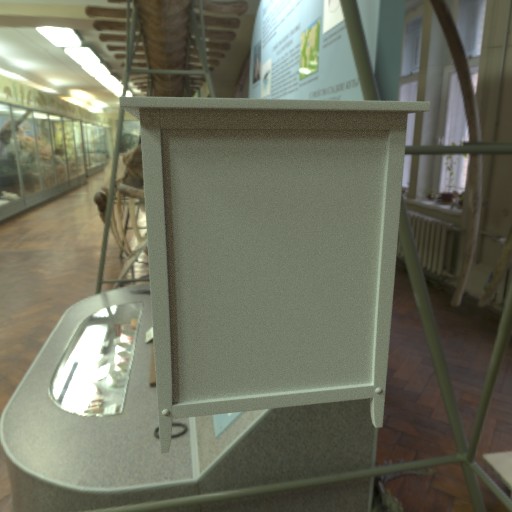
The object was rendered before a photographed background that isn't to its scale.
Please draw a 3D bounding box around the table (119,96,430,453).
[{"bbox_3d":[0.000,0.000,0.770,0.381,0.483,0.381,-3,15,-10],"label":"table"}]
